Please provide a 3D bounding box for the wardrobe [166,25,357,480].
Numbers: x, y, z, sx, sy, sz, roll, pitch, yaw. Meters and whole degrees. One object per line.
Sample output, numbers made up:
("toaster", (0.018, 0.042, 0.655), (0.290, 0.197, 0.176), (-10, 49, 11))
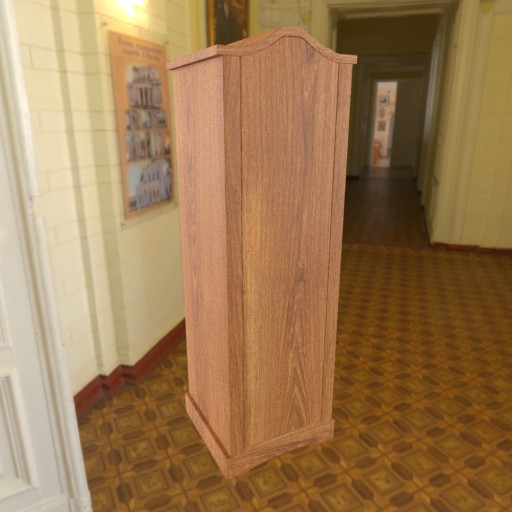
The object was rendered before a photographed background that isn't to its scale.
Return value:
("wardrobe", (0.000, 0.000, 2.083), (0.590, 1.870, 0.570), (-9, 19, -26))
